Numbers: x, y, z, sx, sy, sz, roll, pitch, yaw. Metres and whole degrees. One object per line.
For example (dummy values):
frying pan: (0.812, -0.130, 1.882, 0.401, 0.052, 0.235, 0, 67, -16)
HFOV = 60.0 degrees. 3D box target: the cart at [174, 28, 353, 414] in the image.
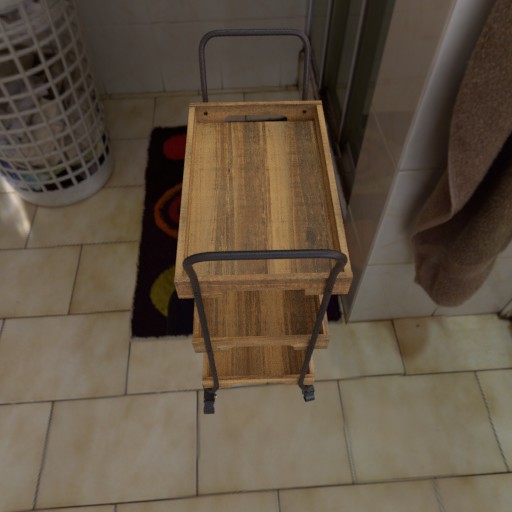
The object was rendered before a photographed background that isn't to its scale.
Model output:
cart: (0.000, 0.000, 1.127, 0.339, 0.857, 0.583, -1, 56, -1)
